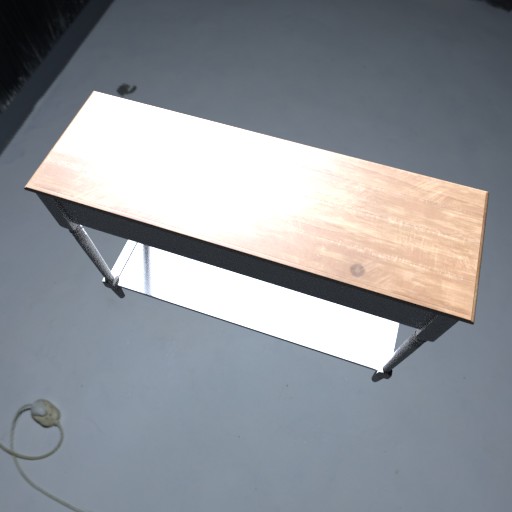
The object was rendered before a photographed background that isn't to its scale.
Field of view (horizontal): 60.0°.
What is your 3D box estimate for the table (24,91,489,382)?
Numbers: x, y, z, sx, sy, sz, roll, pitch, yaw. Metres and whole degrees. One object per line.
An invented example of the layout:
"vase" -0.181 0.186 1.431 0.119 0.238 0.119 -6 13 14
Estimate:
"table" 0.000 0.000 1.565 1.219 0.800 0.399 17 64 9
